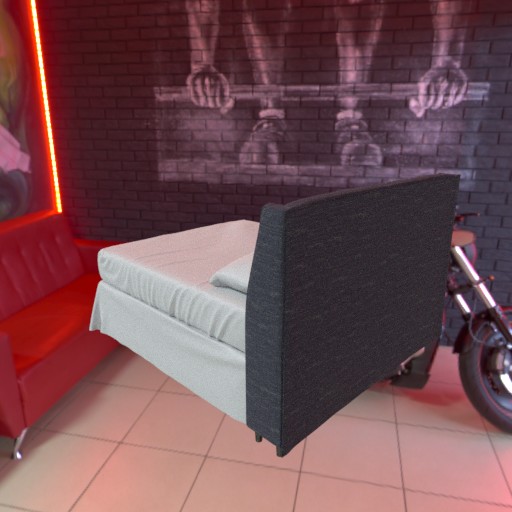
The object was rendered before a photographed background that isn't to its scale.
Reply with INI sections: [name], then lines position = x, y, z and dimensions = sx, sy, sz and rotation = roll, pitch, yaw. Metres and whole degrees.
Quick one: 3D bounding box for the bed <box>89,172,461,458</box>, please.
[bed]
position = 0.000, 0.000, 3.460
dimensions = 1.925, 1.332, 2.276
rotation = -16, 23, -43
